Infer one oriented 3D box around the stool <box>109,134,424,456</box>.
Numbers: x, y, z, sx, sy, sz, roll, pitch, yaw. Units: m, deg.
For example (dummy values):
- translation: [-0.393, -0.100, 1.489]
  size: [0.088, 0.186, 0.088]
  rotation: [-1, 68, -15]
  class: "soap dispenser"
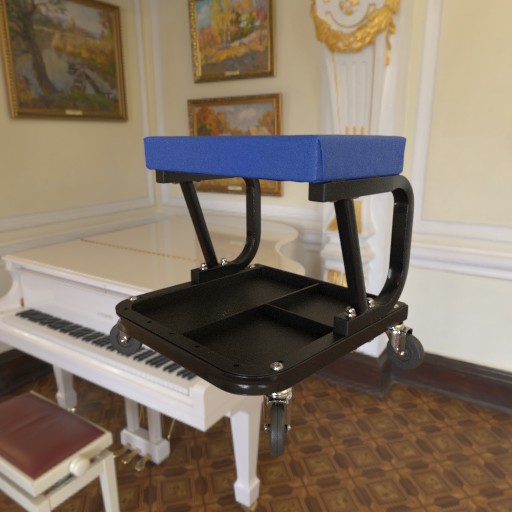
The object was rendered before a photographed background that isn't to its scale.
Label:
- translation: [0.000, 0.000, 0.725]
  size: [0.446, 0.380, 0.371]
  rotation: [14, 20, 43]
  class: "stool"
